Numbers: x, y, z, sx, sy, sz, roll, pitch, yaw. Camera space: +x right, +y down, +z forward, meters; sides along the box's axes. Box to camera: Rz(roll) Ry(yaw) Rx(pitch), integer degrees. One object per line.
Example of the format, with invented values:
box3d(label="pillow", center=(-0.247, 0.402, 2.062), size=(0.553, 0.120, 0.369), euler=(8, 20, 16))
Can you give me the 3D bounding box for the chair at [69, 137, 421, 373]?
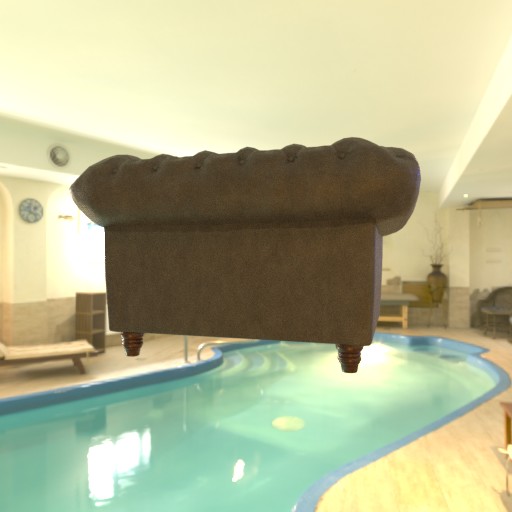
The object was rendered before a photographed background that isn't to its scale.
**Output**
box3d(label="chair", center=(0.000, 0.000, 1.896), size=(1.298, 0.780, 0.943), euler=(0, 0, 17))
